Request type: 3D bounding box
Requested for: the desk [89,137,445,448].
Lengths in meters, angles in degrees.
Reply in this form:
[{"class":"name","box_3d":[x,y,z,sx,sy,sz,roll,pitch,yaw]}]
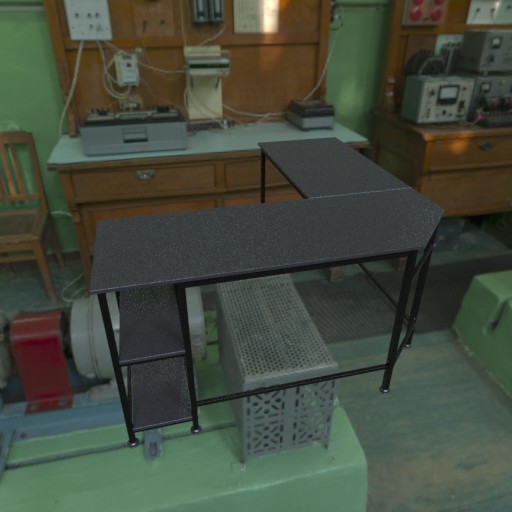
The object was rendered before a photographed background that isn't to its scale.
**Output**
[{"class":"desk","box_3d":[0.000,0.000,2.231,1.379,0.739,1.379,-7,31,-12]}]
